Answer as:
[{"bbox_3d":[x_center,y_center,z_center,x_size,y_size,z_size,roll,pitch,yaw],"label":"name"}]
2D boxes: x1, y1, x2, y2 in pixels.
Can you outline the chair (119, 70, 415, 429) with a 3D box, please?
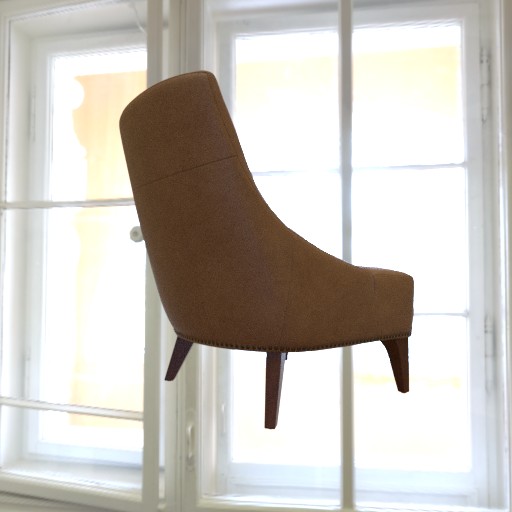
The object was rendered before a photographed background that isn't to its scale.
[{"bbox_3d":[0.000,0.000,1.500,0.861,0.909,0.701,1,-2,-37],"label":"chair"}]
